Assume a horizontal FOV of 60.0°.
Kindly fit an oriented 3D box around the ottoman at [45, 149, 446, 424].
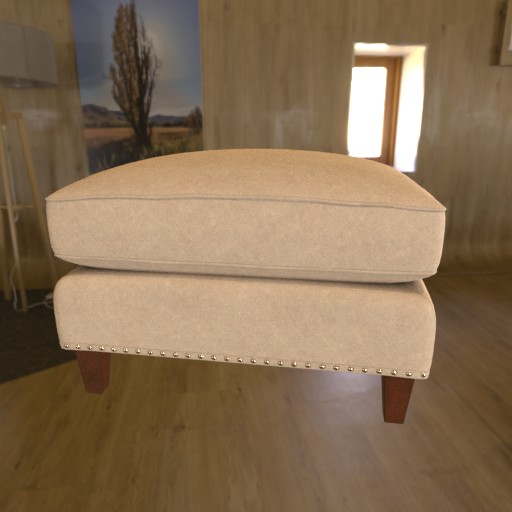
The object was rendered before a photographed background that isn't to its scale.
[{"bbox_3d":[0.000,0.000,1.095,0.741,0.513,0.584,3,16,9],"label":"ottoman"}]
